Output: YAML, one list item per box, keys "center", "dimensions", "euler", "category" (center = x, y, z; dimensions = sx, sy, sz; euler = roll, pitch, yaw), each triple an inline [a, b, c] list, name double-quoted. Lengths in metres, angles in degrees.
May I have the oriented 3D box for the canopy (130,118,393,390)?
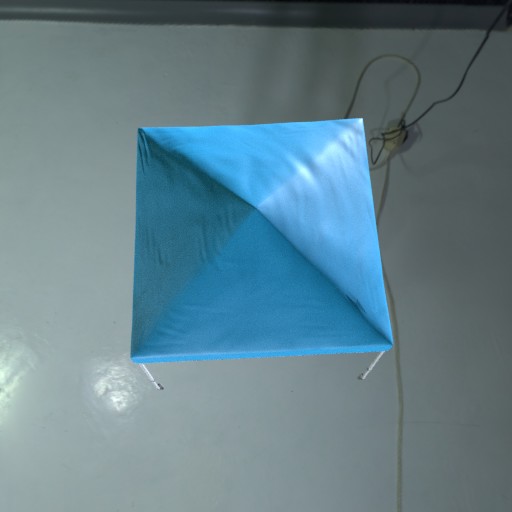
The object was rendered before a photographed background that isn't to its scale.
- center: [0.000, 0.000, 5.146]
  dimensions: [2.848, 2.849, 2.849]
  euler: [-3, 73, -1]
  category: "canopy"
